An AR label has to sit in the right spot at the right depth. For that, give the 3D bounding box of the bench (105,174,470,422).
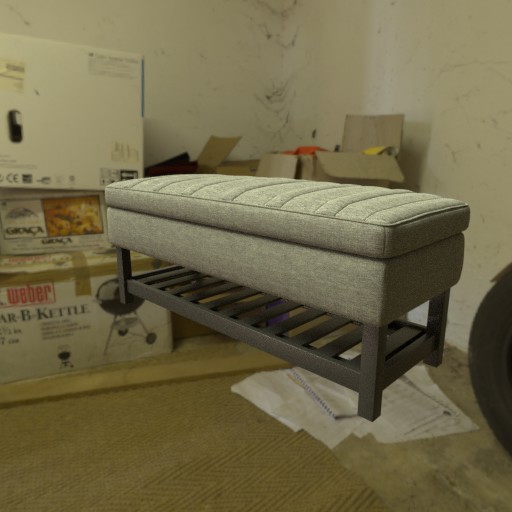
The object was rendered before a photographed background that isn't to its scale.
[{"bbox_3d":[0.000,0.000,1.355,1.100,0.470,0.429,14,20,42],"label":"bench"}]
